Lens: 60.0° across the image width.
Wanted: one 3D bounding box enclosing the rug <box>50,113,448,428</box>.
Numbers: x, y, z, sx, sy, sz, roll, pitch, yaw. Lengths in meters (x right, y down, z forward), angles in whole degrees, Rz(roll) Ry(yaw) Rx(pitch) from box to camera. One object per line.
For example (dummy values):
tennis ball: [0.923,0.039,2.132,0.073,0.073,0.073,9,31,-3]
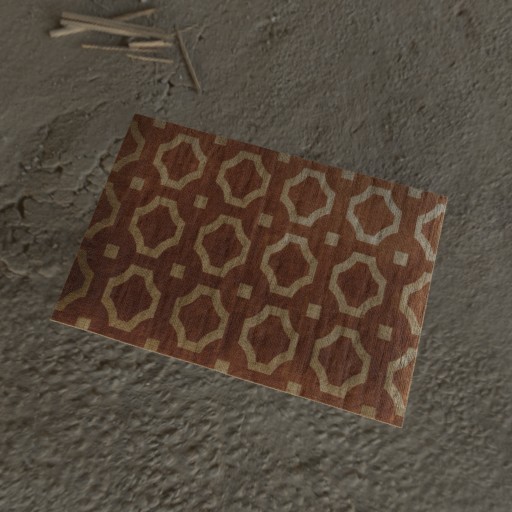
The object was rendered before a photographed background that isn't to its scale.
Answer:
rug: [0.000,0.000,2.931,2.286,0.016,1.555,16,76,4]
